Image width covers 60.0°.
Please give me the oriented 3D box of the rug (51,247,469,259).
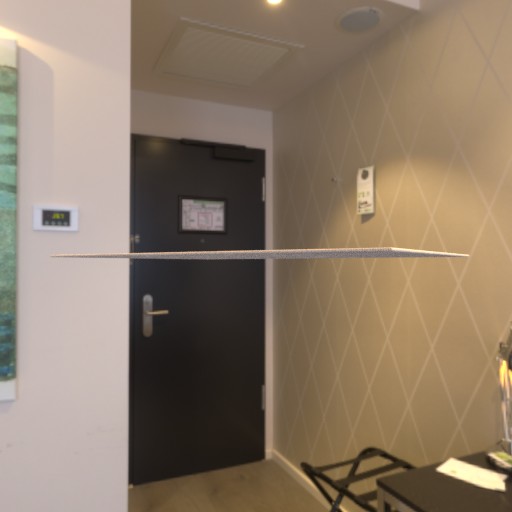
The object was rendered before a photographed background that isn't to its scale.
[{"bbox_3d":[0.000,0.000,2.894,2.290,0.014,1.526,-1,-1,35],"label":"rug"}]
